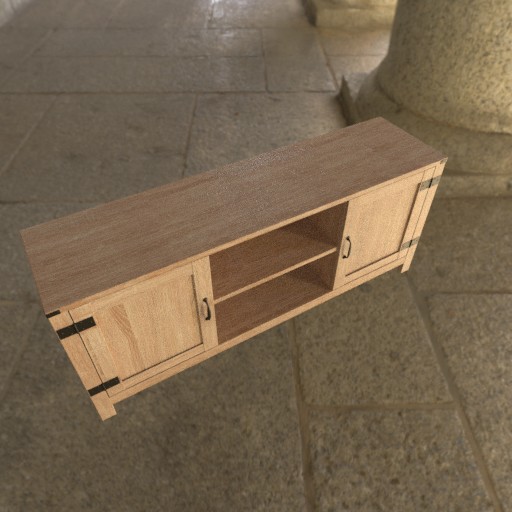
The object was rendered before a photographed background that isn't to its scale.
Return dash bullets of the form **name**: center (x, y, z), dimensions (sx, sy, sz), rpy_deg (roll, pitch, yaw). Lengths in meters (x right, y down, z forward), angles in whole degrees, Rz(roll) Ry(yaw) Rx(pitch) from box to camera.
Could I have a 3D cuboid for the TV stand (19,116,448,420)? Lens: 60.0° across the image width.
- **TV stand**: center (0.000, 0.000, 1.723), dimensions (1.466, 0.610, 0.398), rpy_deg (-22, 49, -21)
